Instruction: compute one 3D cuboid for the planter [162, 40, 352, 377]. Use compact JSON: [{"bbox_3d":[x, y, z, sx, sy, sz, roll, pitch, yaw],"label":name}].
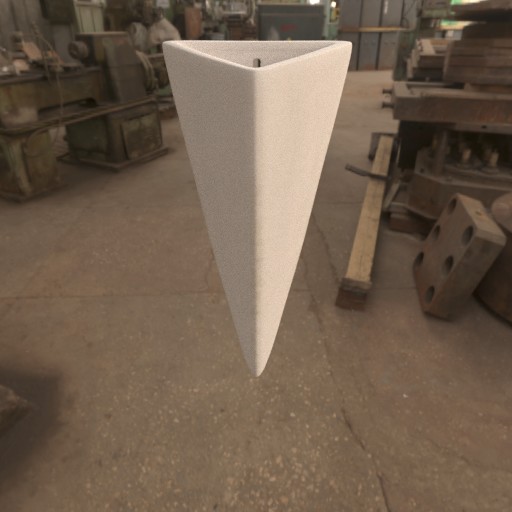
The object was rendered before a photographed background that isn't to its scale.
[{"bbox_3d":[0.000,0.000,0.390,0.143,0.338,0.065,1,29,1],"label":"planter"}]
